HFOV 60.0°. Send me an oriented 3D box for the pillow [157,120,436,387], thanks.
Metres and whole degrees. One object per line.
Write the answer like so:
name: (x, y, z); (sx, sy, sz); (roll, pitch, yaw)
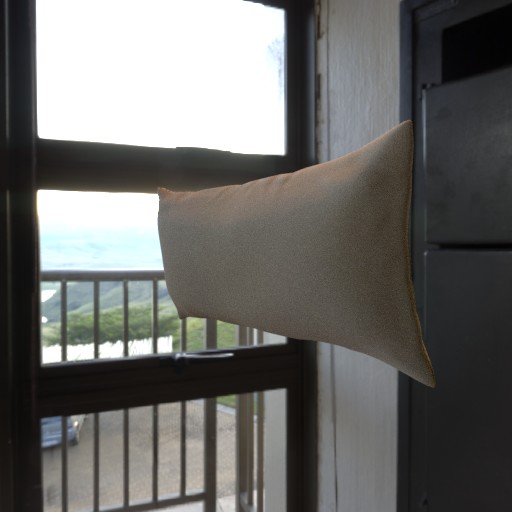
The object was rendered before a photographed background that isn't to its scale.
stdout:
pillow: (0.000, 0.000, 0.724); (0.156, 0.292, 0.608); (-1, 1, -38)
